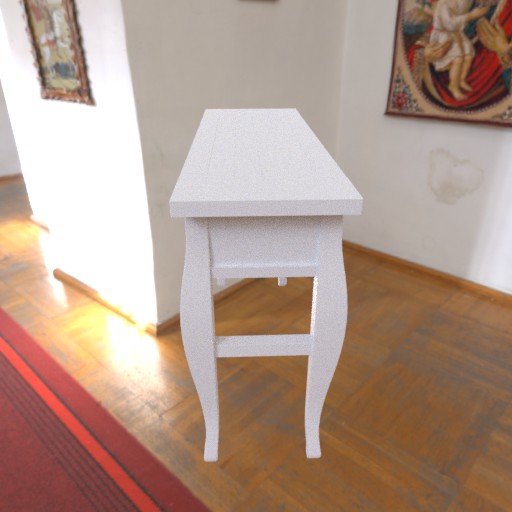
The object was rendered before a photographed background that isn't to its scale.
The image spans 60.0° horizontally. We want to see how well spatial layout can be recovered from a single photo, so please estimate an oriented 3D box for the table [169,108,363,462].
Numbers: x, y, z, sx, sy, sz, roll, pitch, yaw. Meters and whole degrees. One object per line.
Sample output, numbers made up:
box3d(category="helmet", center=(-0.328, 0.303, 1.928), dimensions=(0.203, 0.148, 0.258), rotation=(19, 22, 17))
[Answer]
box3d(category="table", center=(0.000, 0.000, 1.457), dimensions=(0.373, 0.768, 1.062), rotation=(-1, 27, -2))
